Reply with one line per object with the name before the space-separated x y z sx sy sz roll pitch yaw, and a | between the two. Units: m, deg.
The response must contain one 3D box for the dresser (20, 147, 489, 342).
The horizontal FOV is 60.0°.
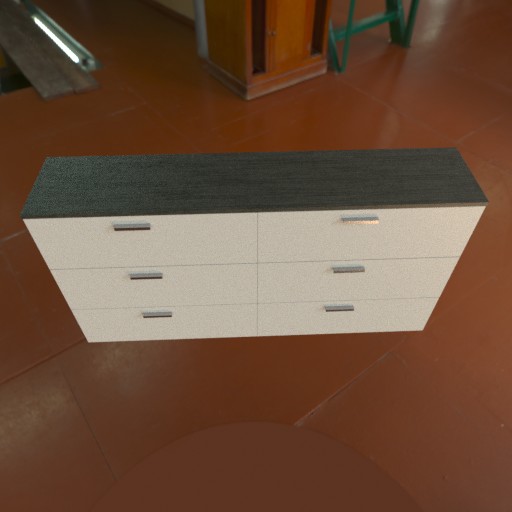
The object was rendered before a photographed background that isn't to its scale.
dresser | 0.000 0.000 1.840 1.535 0.790 0.333 -2 48 -2
